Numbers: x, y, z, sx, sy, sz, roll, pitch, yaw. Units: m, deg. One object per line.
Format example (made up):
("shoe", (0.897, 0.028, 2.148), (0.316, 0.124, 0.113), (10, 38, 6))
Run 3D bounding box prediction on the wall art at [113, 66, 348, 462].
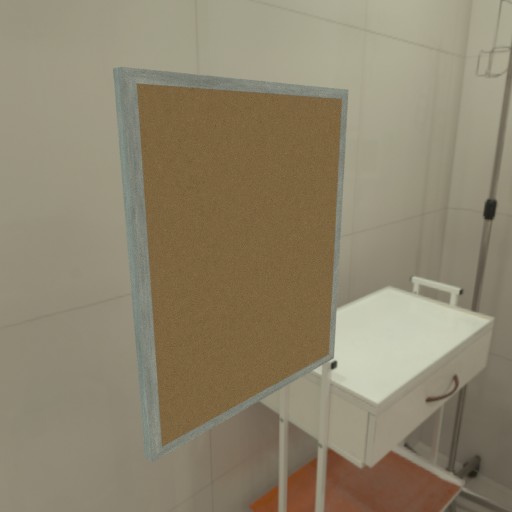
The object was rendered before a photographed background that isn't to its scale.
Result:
("wall art", (0.000, 0.000, 0.790), (0.479, 0.582, 0.022), (-15, 22, -42))
